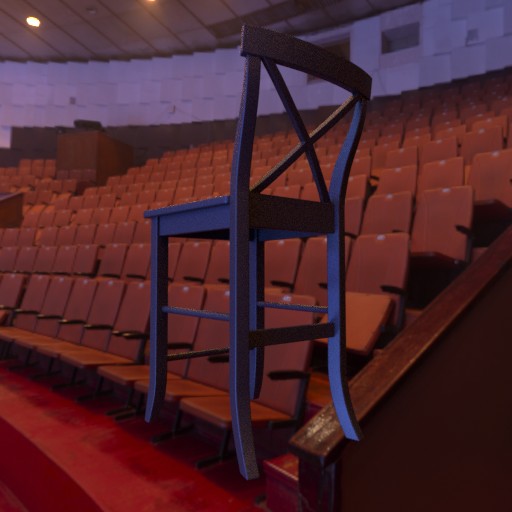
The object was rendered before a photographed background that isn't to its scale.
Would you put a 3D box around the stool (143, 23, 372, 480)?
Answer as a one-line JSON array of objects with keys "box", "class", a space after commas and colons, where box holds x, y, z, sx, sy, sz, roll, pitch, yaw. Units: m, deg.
[{"box": [0.000, 0.000, 1.267, 0.452, 0.989, 0.559, 2, -3, -38], "class": "stool"}]
